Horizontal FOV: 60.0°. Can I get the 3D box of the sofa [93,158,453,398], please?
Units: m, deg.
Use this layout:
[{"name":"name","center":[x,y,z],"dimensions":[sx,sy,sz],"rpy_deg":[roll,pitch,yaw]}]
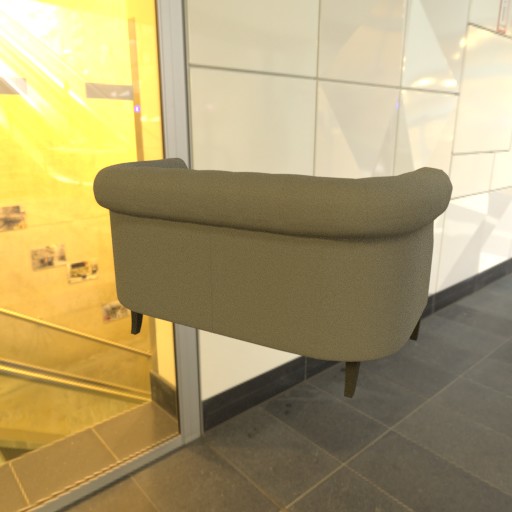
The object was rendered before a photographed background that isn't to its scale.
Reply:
[{"name":"sofa","center":[0.000,0.000,2.043],"dimensions":[1.558,0.827,0.835],"rpy_deg":[9,18,28]}]
